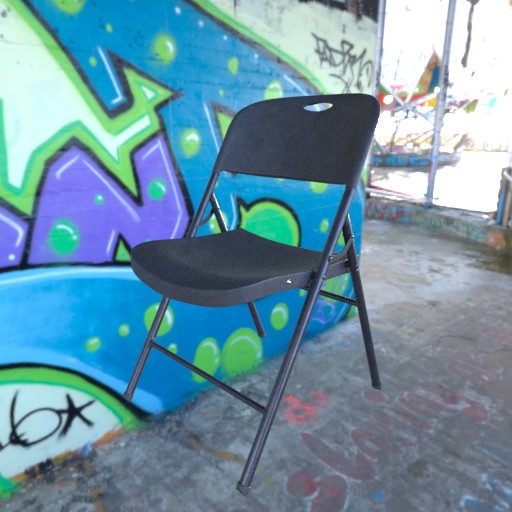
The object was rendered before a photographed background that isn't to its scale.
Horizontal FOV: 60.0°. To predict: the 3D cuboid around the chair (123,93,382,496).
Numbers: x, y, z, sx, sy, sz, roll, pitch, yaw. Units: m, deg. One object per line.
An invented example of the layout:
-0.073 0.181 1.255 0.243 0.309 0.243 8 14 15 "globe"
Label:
0.000 0.000 1.146 0.494 0.810 0.567 16 22 43 "chair"
